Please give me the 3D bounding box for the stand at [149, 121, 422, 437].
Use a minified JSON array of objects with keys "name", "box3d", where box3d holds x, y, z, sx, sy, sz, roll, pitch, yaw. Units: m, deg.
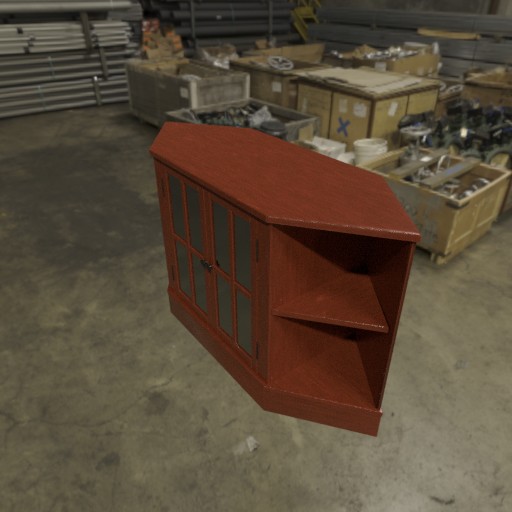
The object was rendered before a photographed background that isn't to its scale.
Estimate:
[{"name":"stand","box3d":[0.000,0.000,1.386,0.381,0.614,1.072,-21,37,-31]}]
